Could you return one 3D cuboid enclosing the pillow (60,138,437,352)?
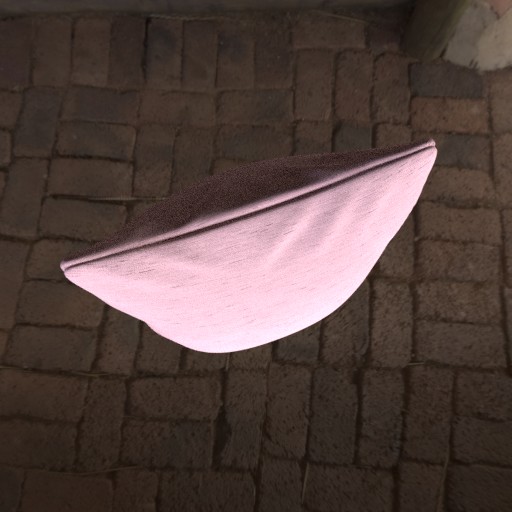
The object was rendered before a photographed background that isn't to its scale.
[{"bbox_3d":[0.000,0.000,0.665,0.432,0.415,0.246,-19,75,-5],"label":"pillow"}]
